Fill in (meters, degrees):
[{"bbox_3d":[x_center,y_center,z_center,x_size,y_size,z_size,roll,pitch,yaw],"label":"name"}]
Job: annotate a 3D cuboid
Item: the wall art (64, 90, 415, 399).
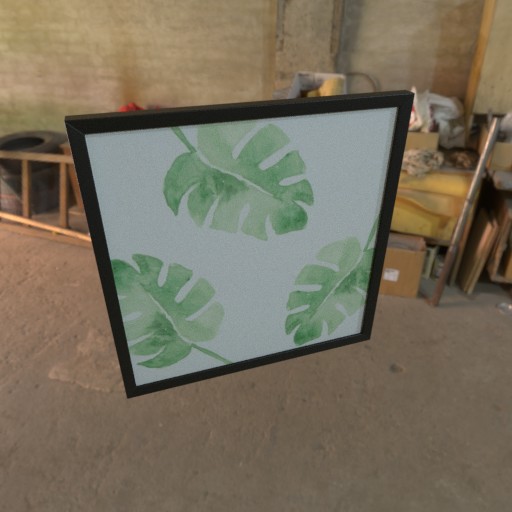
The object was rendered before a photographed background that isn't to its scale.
[{"bbox_3d":[0.000,0.000,1.145,0.765,0.765,0.038,-10,33,-15],"label":"wall art"}]
